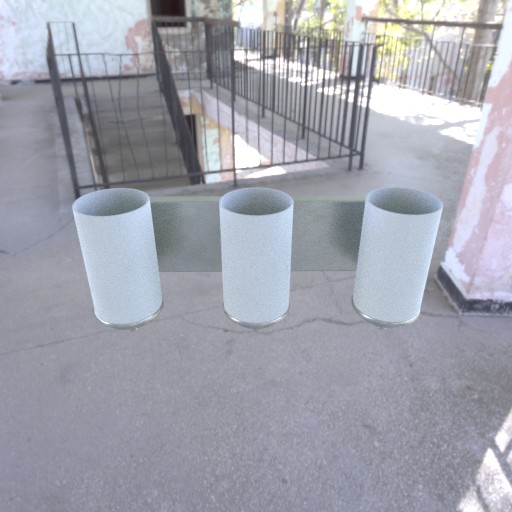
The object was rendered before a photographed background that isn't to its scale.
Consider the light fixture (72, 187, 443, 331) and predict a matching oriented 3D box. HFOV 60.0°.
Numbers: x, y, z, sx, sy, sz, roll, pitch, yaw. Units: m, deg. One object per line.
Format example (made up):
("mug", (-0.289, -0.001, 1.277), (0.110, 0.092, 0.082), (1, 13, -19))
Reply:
("light fixture", (0.000, 0.000, 0.544), (0.451, 0.172, 0.145), (0, 30, -1))
